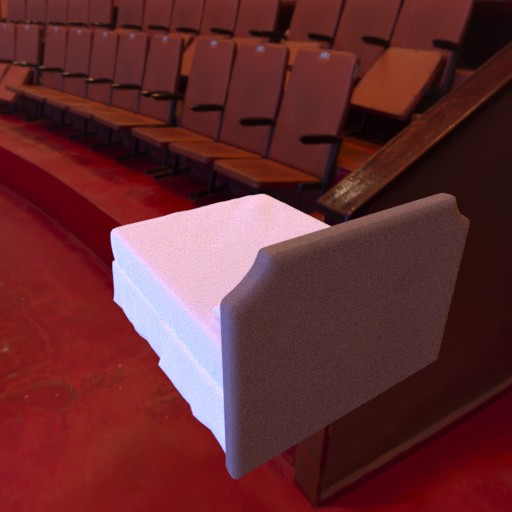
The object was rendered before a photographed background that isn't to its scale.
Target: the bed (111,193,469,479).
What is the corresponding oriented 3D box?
[{"bbox_3d":[0.000,0.000,3.197,1.693,1.290,2.116,-17,32,-30],"label":"bed"}]
